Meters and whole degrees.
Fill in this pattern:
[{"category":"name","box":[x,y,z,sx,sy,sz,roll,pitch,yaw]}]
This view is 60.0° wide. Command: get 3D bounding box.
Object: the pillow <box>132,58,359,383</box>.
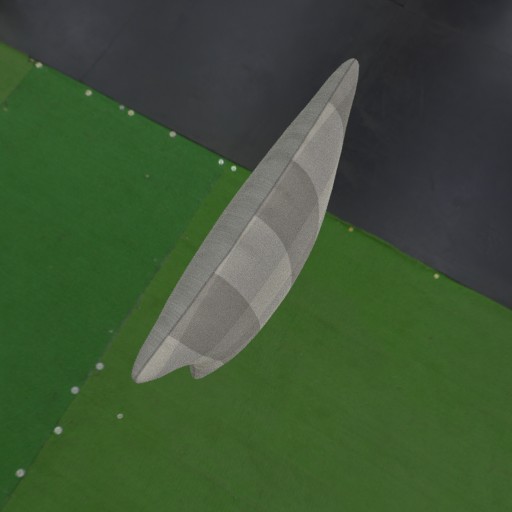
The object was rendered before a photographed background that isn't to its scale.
[{"category":"pillow","box":[0.000,0.000,0.799,0.161,0.509,0.511,32,77,8]}]
